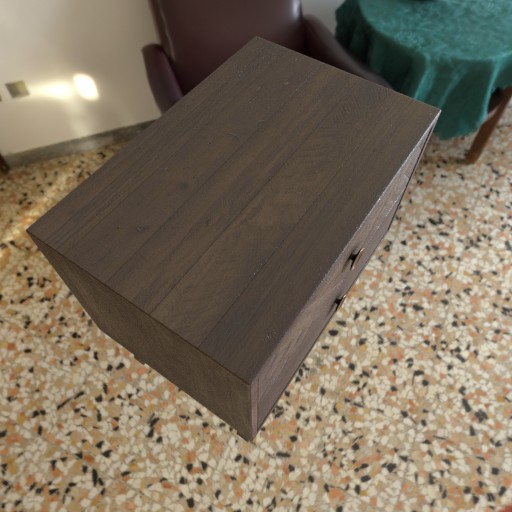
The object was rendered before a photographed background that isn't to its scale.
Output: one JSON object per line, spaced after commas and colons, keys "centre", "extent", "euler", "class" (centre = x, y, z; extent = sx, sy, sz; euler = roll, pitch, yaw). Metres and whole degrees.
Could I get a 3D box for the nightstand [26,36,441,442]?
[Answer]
{"centre": [0.000, 0.000, 1.034], "extent": [0.450, 0.599, 0.650], "euler": [30, 62, 18], "class": "nightstand"}
